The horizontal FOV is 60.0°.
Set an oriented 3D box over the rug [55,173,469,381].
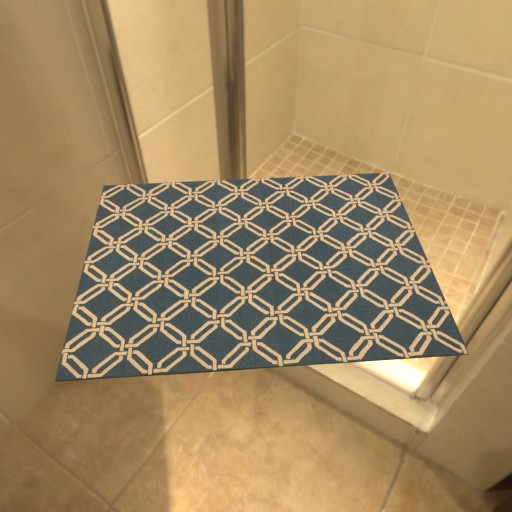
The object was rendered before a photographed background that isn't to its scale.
[{"bbox_3d":[0.000,0.000,4.372,3.342,0.018,2.432,-3,48,-3],"label":"rug"}]
